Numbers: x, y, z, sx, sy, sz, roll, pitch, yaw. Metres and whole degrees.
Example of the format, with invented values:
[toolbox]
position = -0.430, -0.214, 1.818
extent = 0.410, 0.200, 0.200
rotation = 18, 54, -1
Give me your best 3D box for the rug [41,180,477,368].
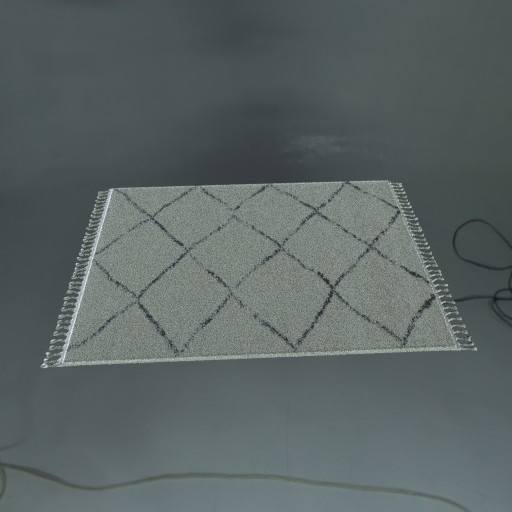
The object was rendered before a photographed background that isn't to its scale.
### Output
[rug]
position = 0.000, 0.000, 2.848
extent = 2.307, 0.031, 1.494
rotation = -2, 46, -2
